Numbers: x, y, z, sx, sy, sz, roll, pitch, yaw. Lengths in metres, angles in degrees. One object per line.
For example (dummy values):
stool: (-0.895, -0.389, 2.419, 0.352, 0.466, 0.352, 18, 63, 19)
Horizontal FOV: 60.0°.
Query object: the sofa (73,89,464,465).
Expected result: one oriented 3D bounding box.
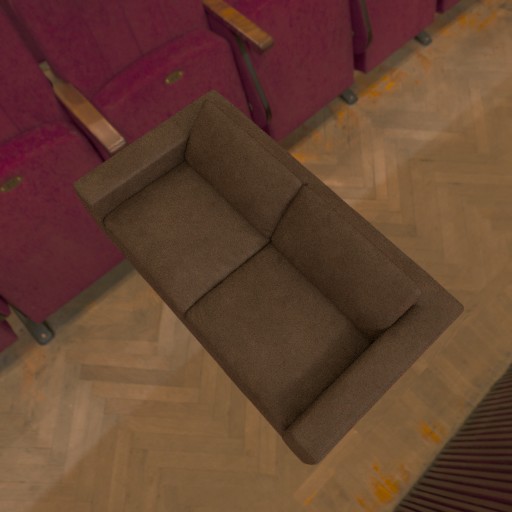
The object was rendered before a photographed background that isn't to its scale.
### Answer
sofa: (0.000, 0.000, 2.452, 1.070, 0.800, 1.920, -40, 72, -16)
